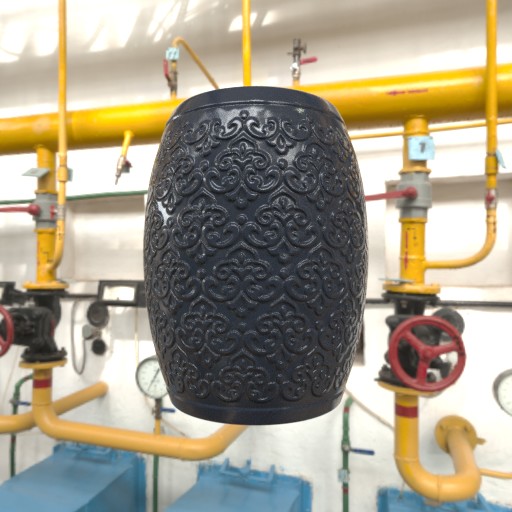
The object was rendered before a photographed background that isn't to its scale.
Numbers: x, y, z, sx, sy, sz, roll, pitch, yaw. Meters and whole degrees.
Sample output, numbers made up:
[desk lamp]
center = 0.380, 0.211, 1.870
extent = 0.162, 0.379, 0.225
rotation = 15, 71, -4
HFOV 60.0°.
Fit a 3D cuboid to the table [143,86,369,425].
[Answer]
[table]
center = 0.000, 0.000, 0.627
extent = 0.309, 0.397, 0.309
rotation = 0, -1, 0
